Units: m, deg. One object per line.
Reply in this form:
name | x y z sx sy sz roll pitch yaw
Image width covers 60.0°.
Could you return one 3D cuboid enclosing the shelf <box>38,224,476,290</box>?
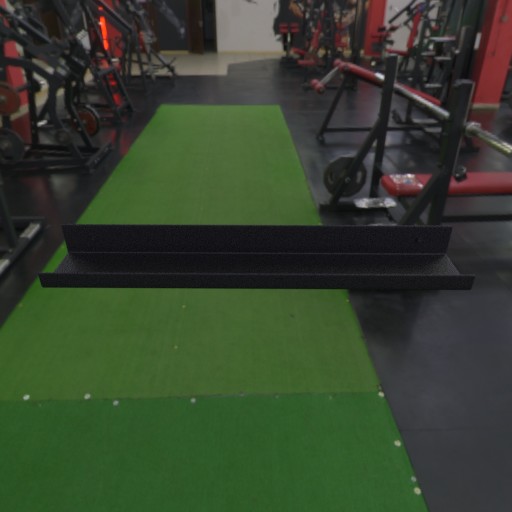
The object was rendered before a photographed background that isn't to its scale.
shelf | 0.000 0.000 0.655 0.605 0.053 0.102 0 31 0
